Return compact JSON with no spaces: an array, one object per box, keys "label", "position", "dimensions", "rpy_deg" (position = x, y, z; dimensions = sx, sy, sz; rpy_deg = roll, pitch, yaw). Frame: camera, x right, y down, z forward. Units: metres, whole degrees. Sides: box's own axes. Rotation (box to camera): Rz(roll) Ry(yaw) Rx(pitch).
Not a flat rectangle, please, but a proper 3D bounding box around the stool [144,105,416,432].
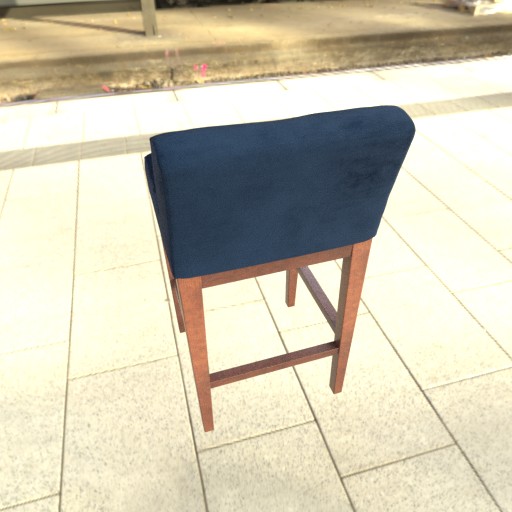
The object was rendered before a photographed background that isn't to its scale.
[{"label":"stool","position":[0.000,0.000,1.257],"dimensions":[0.511,0.945,0.516],"rpy_deg":[-12,41,-14]}]
